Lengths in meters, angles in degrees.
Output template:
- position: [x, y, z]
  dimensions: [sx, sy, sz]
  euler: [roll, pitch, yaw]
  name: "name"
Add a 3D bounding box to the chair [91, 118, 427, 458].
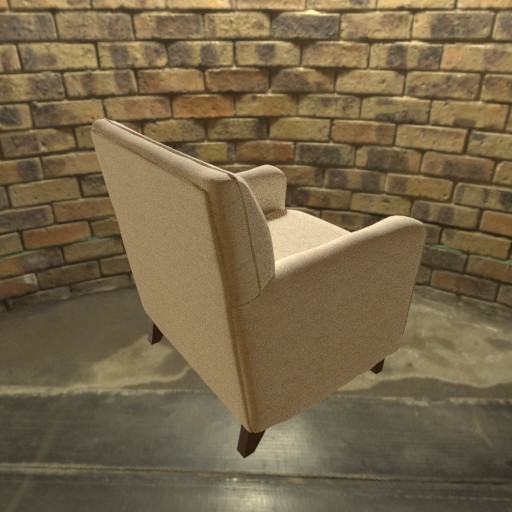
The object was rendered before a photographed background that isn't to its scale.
- position: [0.000, 0.000, 1.621]
  dimensions: [0.823, 0.943, 0.870]
  euler: [-19, 33, -31]
  name: "chair"
